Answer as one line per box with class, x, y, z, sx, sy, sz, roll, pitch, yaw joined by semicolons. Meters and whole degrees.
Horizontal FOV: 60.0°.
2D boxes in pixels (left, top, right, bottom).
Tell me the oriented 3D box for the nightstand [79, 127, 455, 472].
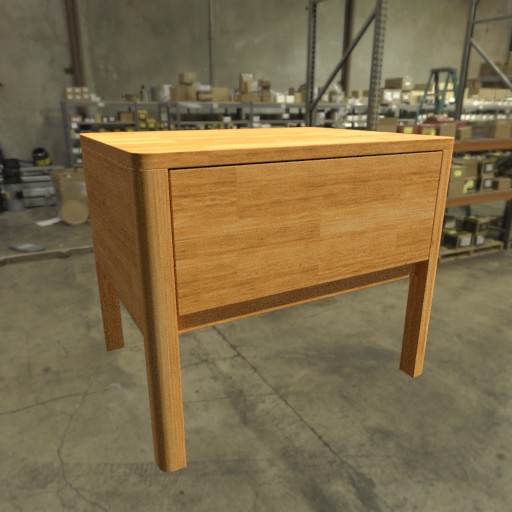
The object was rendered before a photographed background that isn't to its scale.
nightstand;0.000;0.000;0.893;0.560;0.470;0.440;-10;21;-27
